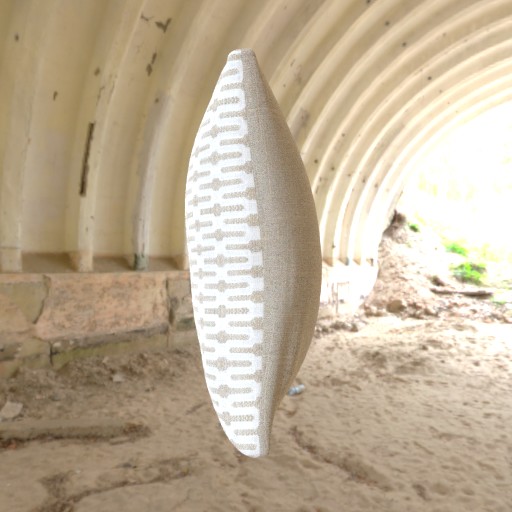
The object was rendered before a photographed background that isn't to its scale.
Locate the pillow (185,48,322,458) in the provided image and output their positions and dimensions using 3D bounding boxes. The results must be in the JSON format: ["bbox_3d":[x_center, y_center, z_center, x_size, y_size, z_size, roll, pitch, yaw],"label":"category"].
[{"bbox_3d":[0.000,0.000,0.769,0.219,0.491,0.496,0,-1,1],"label":"pillow"}]
